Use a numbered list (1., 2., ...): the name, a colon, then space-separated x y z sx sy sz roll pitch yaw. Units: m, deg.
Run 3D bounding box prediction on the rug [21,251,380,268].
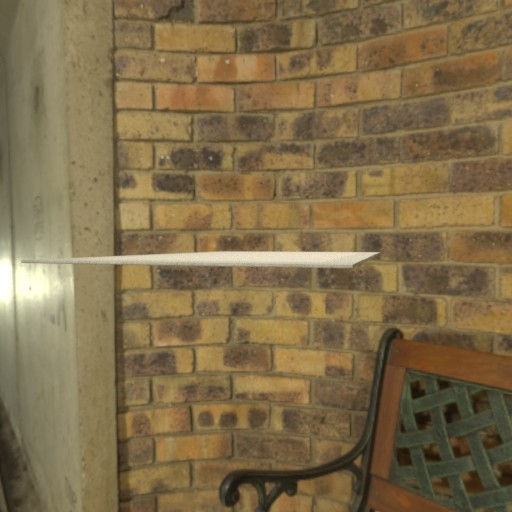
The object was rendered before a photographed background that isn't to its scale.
1. rug: 0.000 0.000 2.989 1.524 0.014 2.438 1 2 18
